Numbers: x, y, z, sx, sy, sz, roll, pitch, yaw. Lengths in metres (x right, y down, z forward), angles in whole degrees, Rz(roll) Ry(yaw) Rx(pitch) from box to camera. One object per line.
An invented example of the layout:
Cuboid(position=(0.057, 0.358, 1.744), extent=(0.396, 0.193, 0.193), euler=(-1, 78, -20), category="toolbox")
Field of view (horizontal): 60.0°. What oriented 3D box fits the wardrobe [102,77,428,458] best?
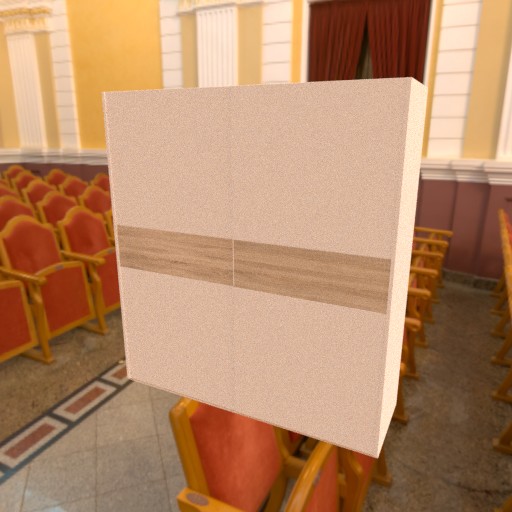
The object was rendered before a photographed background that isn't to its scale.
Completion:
Cuboid(position=(0.000, 0.000, 2.873), extent=(1.830, 2.020, 0.600), euler=(8, 18, 26), category="wardrobe")
